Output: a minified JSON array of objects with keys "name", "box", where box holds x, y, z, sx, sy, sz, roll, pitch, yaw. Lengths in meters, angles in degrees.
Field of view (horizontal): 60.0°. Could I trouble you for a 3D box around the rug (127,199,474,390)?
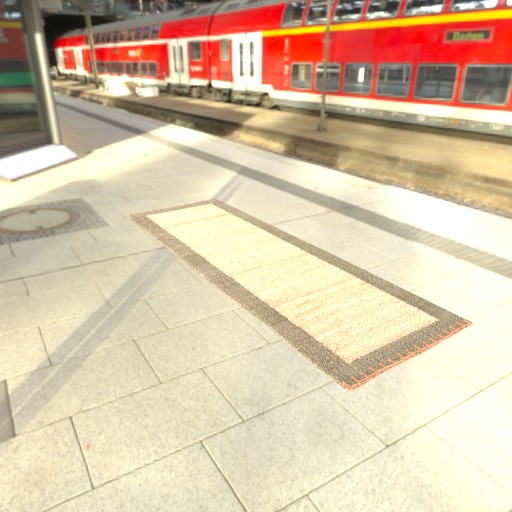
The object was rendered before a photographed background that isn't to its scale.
[{"name":"rug","box":[0.000,0.000,2.752,0.810,0.016,2.413,-15,28,-31]}]
